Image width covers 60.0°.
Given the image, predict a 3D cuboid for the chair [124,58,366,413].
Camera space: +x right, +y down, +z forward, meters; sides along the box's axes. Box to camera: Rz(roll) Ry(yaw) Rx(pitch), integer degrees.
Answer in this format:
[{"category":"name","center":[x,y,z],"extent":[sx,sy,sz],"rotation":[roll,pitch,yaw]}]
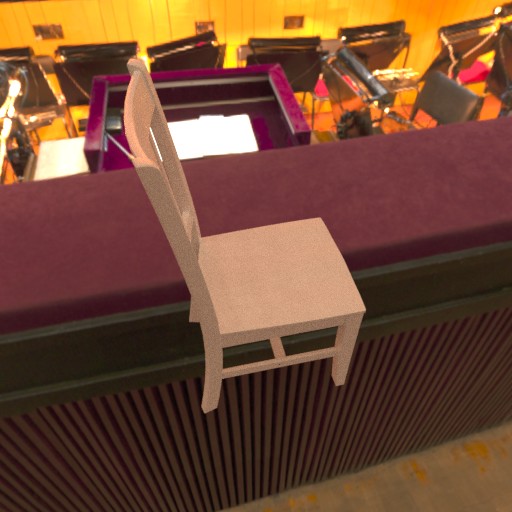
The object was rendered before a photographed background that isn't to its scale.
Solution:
[{"category":"chair","center":[0.000,0.000,1.286],"extent":[0.555,0.998,0.450],"rotation":[-9,47,-9]}]
